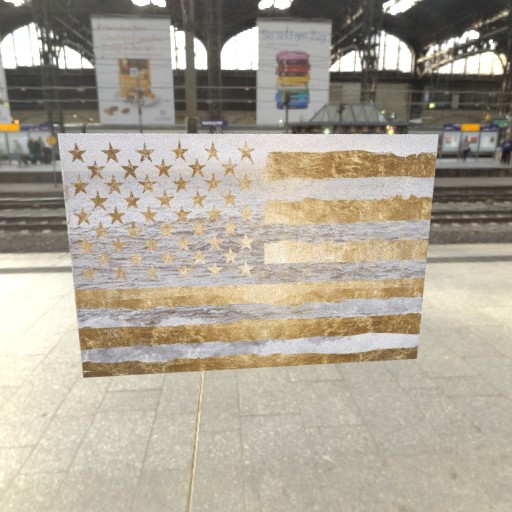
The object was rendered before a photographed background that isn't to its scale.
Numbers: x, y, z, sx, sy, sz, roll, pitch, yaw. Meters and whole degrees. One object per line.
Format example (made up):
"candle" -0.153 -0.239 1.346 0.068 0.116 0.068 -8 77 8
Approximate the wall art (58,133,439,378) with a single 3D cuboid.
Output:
"wall art" 0.000 0.000 0.769 0.606 0.407 0.041 -2 14 -7
